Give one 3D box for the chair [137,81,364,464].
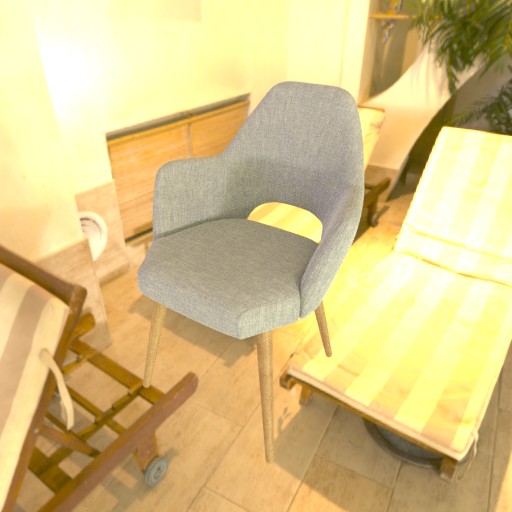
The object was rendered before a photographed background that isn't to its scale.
[{"bbox_3d":[0.000,0.000,1.252,0.590,0.840,0.610,20,36,29],"label":"chair"}]
